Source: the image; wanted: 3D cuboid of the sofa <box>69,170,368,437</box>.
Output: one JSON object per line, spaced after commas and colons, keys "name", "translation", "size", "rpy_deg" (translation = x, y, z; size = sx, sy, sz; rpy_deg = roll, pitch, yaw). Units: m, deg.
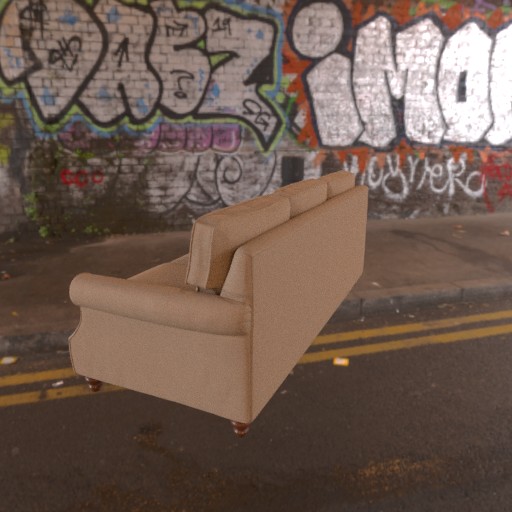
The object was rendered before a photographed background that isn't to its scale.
{"name": "sofa", "translation": [0.000, 0.000, 2.800], "size": [0.966, 0.948, 2.354], "rpy_deg": [7, 17, 24]}
